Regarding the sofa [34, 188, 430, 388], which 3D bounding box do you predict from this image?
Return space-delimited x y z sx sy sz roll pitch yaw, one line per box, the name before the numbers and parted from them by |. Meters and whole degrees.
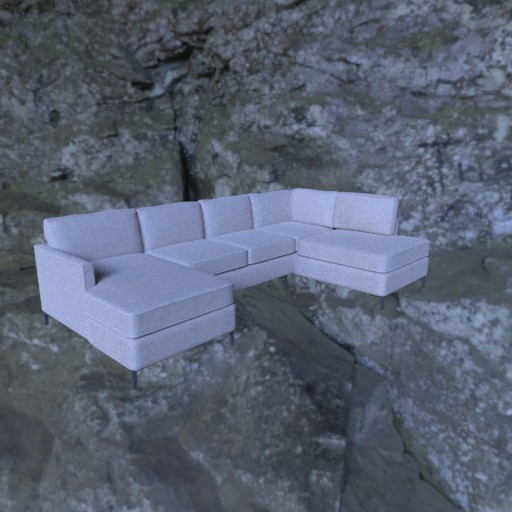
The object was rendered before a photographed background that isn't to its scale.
sofa | 0.000 0.000 4.309 2.021 0.996 3.423 14 20 42
